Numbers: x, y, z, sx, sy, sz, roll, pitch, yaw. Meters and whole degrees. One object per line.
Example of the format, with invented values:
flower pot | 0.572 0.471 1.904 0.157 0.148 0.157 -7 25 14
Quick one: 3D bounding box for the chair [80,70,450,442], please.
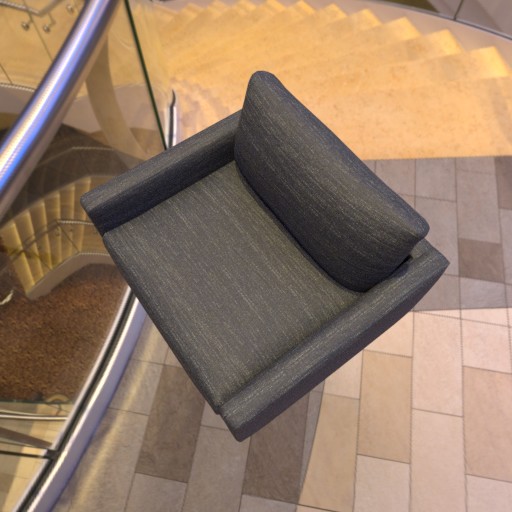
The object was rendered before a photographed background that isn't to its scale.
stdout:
chair | 0.000 0.000 1.624 0.866 0.861 0.963 -33 68 -16
